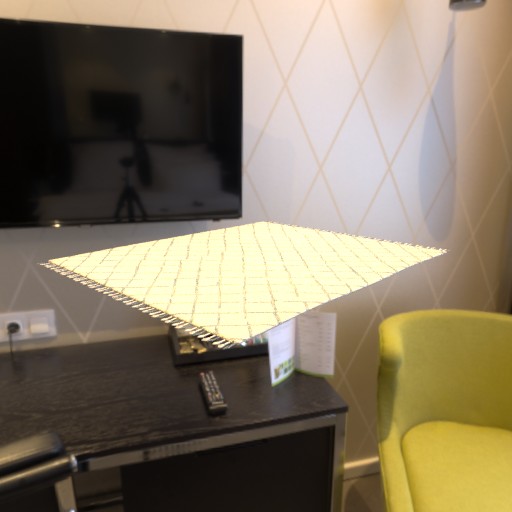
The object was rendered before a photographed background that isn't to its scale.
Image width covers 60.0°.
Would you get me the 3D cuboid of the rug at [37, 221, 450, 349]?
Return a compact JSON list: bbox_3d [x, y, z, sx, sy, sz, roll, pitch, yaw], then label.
[{"bbox_3d":[0.000,0.000,4.881,2.892,0.036,3.585,13,19,42],"label":"rug"}]
